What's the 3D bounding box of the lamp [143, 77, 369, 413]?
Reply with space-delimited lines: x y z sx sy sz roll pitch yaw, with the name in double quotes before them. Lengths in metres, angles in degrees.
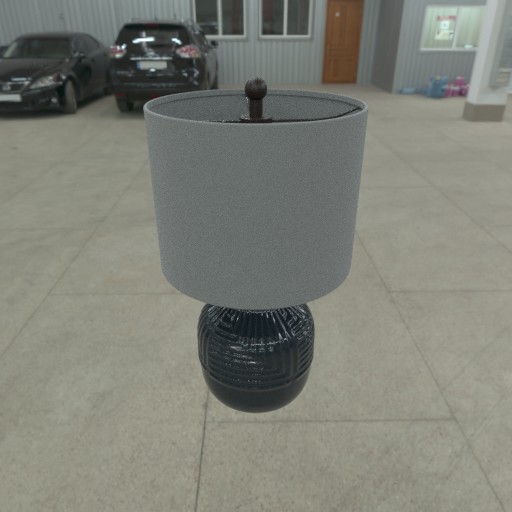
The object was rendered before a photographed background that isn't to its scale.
"lamp" 0.000 0.000 0.755 0.318 0.567 0.318 0 28 0
